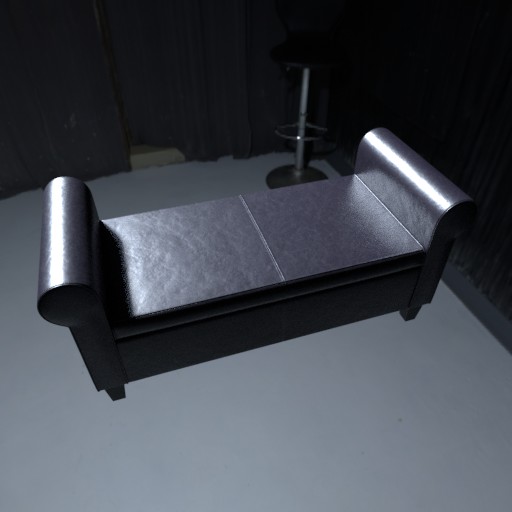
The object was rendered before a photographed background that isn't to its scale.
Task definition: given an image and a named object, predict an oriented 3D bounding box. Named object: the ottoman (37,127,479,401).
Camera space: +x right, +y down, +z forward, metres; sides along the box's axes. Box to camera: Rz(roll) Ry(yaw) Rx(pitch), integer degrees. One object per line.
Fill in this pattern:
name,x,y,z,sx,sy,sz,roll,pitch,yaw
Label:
ottoman,0.000,0.000,1.516,1.256,0.547,0.521,-12,43,-13
